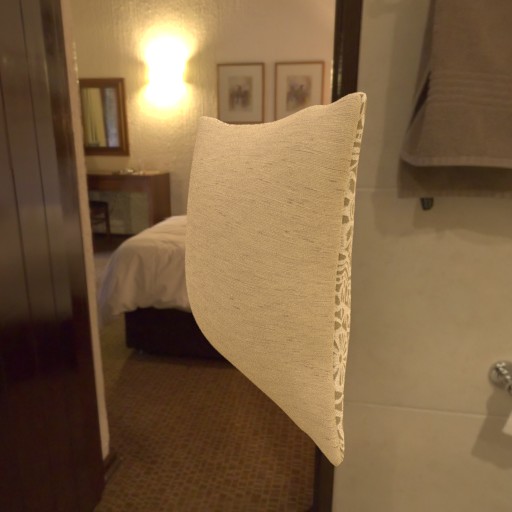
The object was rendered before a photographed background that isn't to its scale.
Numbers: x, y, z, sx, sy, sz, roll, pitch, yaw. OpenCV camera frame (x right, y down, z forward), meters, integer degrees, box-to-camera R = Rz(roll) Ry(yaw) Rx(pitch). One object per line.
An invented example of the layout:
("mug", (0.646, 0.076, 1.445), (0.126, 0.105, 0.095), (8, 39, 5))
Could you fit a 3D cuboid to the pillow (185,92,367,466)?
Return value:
("pillow", (0.000, 0.000, 0.657), (0.167, 0.421, 0.438), (-7, 16, -27))
